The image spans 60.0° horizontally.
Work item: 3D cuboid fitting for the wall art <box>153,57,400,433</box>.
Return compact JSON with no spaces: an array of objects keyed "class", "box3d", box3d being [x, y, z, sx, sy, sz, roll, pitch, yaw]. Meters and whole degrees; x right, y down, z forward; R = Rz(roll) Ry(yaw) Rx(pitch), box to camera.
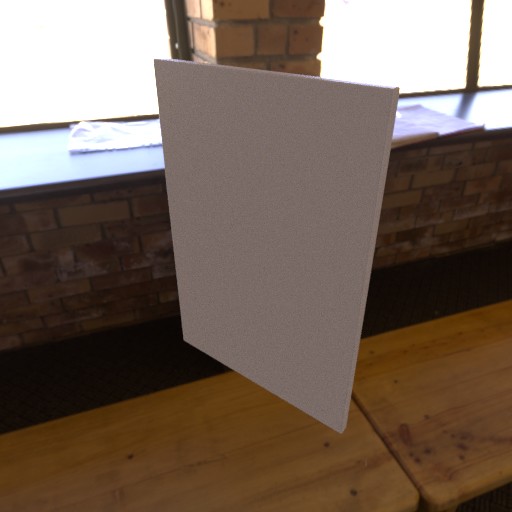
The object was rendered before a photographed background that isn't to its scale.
[{"class":"wall art","box3d":[0.000,0.000,1.514,0.808,1.183,0.038,22,37,32]}]
